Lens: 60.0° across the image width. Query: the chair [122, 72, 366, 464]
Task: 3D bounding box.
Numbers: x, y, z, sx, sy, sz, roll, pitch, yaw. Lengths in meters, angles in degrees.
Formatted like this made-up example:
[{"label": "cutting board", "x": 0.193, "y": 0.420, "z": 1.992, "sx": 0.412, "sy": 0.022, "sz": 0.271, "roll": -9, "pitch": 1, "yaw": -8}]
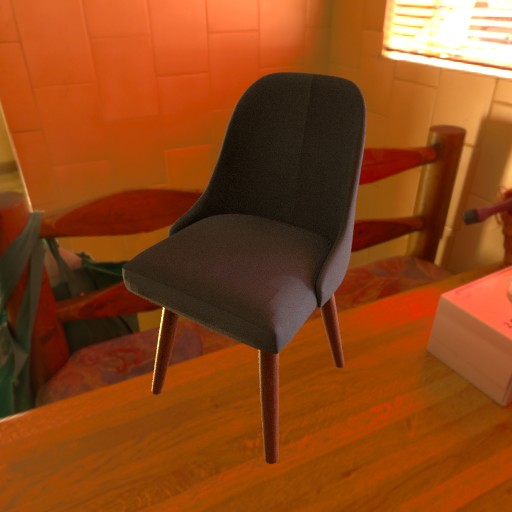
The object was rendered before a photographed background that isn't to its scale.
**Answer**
[{"label": "chair", "x": 0.000, "y": 0.000, "z": 1.238, "sx": 0.503, "sy": 0.882, "sz": 0.589, "roll": 19, "pitch": 35, "yaw": 29}]
